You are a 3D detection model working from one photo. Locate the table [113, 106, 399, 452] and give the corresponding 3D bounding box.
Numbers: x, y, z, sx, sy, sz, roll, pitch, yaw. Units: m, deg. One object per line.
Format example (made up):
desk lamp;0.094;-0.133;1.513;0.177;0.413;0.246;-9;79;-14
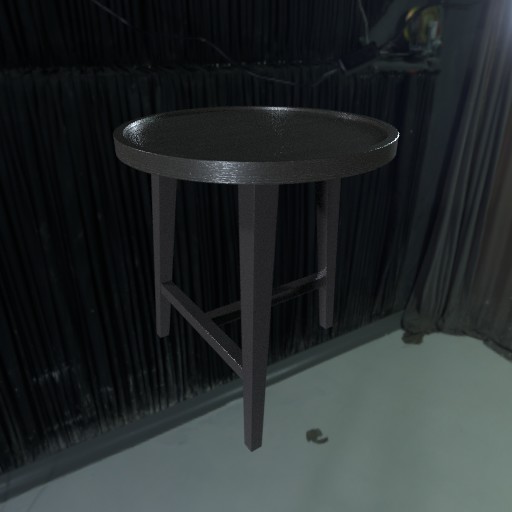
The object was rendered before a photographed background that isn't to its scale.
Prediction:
table;0.000;0.000;0.927;0.500;0.531;0.500;0;27;0
